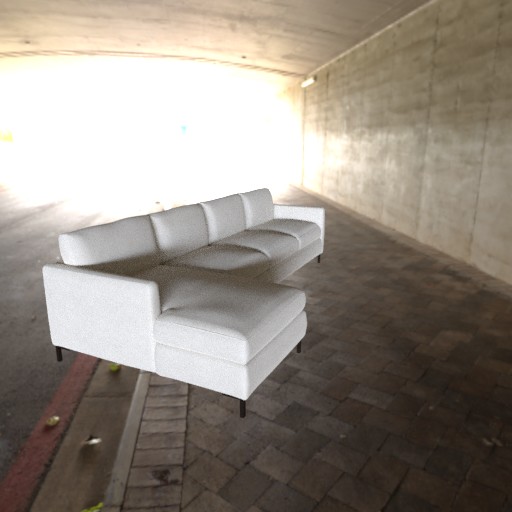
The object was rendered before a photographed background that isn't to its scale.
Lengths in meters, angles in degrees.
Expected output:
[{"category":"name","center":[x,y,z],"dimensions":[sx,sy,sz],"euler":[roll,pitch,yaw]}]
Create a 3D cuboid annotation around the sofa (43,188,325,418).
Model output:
[{"category":"sofa","center":[0.000,0.000,3.855],"dimensions":[1.467,0.875,3.186],"euler":[7,16,25]}]
